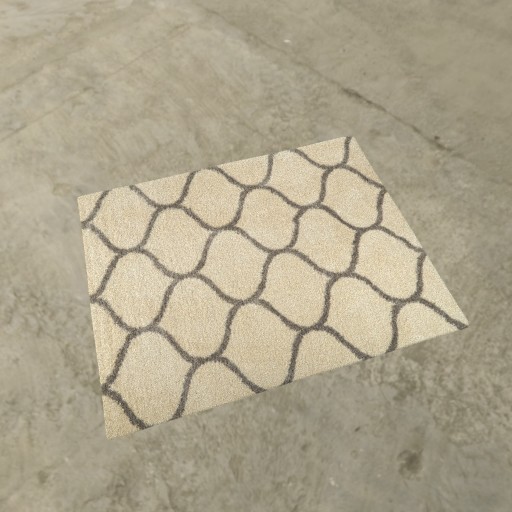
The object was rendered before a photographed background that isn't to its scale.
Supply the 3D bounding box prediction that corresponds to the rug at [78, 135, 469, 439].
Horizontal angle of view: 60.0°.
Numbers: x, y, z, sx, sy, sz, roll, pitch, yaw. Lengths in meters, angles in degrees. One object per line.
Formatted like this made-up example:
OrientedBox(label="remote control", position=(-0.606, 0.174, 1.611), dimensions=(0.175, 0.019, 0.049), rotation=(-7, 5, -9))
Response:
OrientedBox(label="rug", position=(0.000, 0.000, 4.060), dimensions=(3.000, 0.026, 2.399), rotation=(-15, 59, -9))
